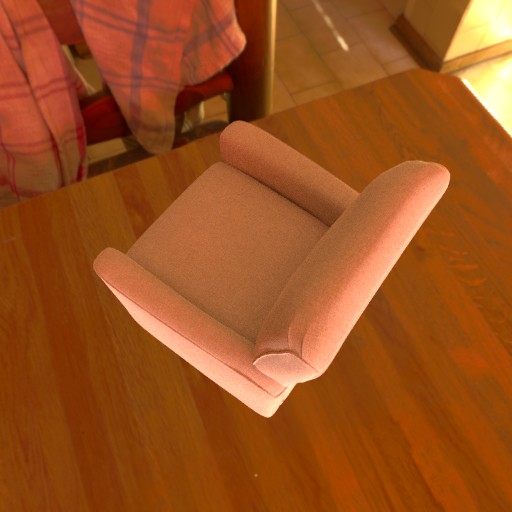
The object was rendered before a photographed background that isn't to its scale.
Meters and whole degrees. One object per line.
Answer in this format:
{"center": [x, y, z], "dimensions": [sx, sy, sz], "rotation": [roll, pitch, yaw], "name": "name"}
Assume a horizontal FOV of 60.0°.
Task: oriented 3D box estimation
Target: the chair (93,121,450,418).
{"center": [0.000, 0.000, 1.617], "dimensions": [0.859, 1.023, 0.845], "rotation": [33, 68, 15], "name": "chair"}
